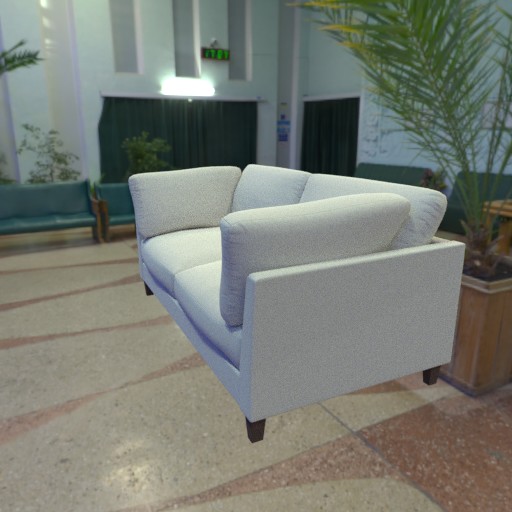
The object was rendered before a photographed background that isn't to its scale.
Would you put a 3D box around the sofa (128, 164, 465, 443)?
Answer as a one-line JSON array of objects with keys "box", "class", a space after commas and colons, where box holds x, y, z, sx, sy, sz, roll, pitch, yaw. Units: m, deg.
[{"box": [0.000, 0.000, 2.306, 0.970, 0.836, 1.776, -7, 17, -25], "class": "sofa"}]
